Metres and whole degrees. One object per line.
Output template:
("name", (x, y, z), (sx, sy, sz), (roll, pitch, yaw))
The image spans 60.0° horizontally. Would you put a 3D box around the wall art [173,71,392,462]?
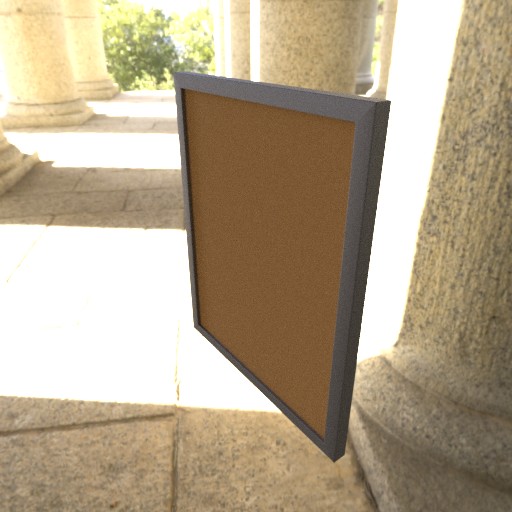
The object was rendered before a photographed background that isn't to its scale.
("wall art", (0.000, 0.000, 0.762), (0.029, 0.558, 0.458), (-19, 33, -32))
